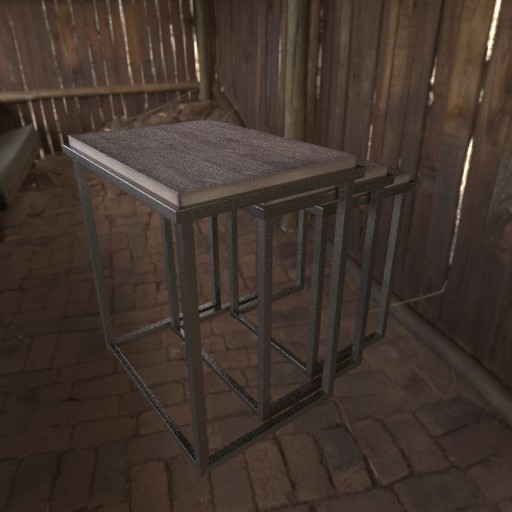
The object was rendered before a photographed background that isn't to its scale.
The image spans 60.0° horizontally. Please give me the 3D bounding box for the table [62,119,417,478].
[{"bbox_3d":[0.000,0.000,1.144,0.706,0.610,0.559,-18,32,-33],"label":"table"}]
